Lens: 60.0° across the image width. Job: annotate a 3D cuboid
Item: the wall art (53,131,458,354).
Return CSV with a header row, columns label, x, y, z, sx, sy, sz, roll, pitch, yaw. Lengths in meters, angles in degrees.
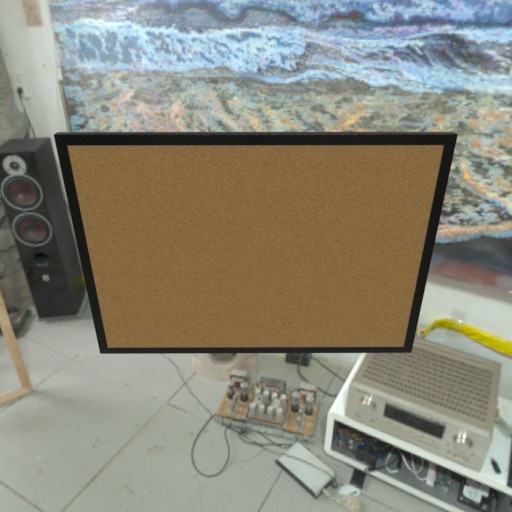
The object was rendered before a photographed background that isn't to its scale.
label,x,y,z,sx,sy,sz,roll,pitch,yaw
wall art,0.000,0.000,0.559,0.440,0.306,0.013,0,28,0
